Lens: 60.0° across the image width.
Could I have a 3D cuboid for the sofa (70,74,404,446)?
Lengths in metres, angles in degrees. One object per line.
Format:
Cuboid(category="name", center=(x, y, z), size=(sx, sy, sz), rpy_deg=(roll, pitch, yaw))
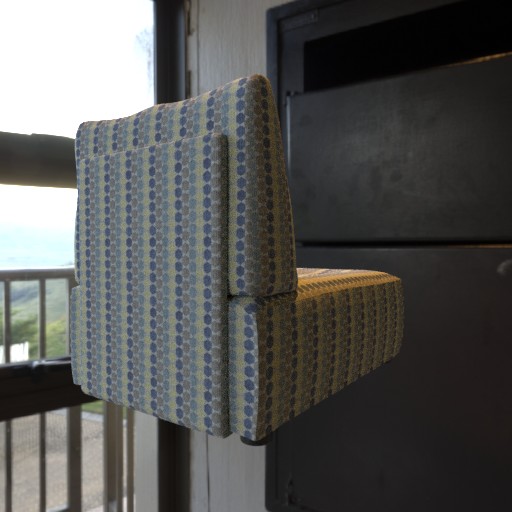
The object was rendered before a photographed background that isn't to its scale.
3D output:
Cuboid(category="sofa", center=(0.000, 0.000, 1.517), size=(0.700, 0.820, 1.000), rpy_deg=(1, 1, 36))
